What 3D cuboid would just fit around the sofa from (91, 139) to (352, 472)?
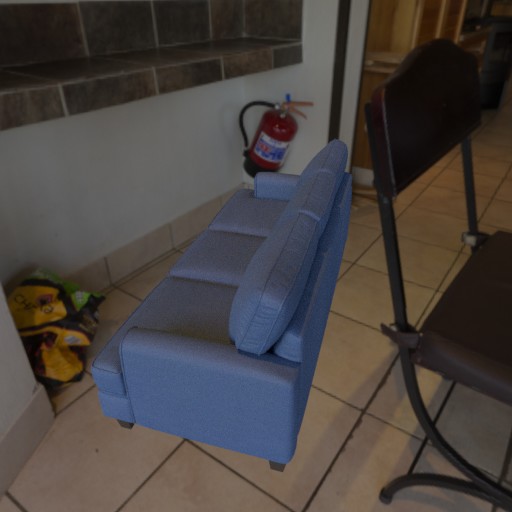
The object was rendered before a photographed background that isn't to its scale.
[{"bbox_3d":[0.000,0.000,2.705,0.951,0.965,2.158,9,32,14],"label":"sofa"}]
